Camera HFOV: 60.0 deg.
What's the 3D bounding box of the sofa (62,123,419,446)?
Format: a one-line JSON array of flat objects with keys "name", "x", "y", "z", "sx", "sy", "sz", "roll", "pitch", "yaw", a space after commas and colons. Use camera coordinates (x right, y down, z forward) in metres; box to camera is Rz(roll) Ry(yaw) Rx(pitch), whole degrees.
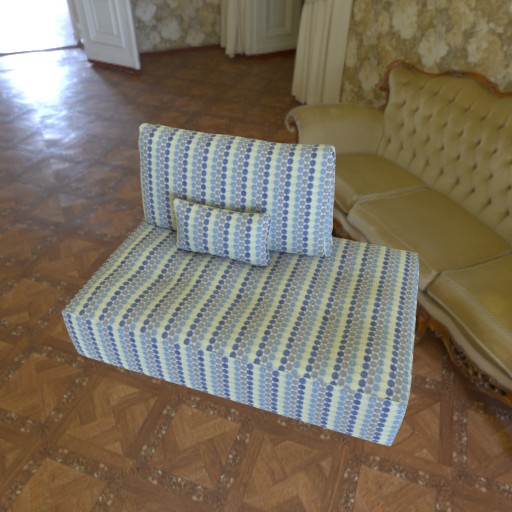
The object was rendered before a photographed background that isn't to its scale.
[{"name": "sofa", "x": 0.000, "y": 0.000, "z": 1.989, "sx": 1.450, "sy": 0.820, "sz": 1.000, "roll": 12, "pitch": 41, "yaw": 14}]
